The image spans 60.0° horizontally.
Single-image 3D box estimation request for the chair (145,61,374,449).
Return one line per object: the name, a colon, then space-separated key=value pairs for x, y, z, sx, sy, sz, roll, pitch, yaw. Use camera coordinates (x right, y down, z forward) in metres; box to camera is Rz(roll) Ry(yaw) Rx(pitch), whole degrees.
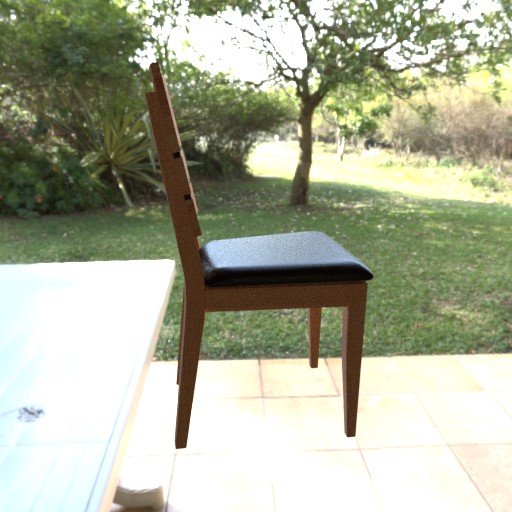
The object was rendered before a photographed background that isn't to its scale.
chair: x=0.000 y=0.000 z=1.217 sx=0.520 sy=0.940 sz=0.410 roll=-3 pitch=17 yaw=-8
